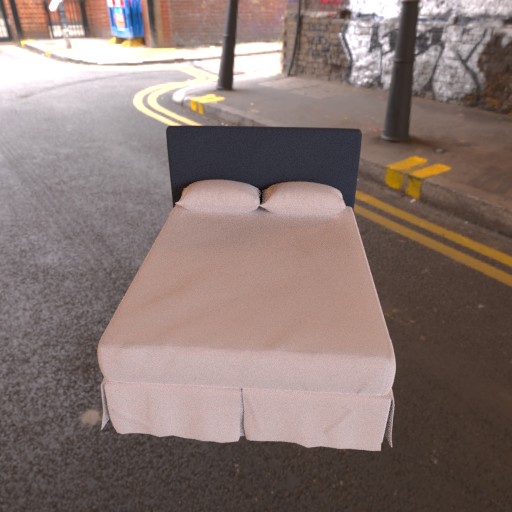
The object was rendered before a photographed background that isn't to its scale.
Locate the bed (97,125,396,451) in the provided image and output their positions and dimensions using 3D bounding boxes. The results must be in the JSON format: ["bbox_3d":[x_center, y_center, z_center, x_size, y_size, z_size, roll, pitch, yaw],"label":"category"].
[{"bbox_3d":[0.000,0.000,3.168,1.713,1.330,2.162,2,30,3],"label":"bed"}]
